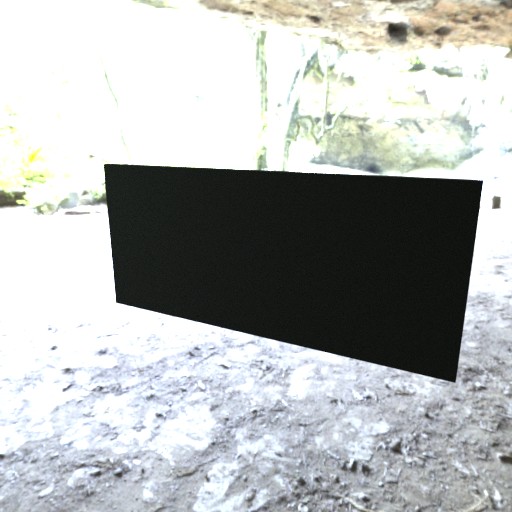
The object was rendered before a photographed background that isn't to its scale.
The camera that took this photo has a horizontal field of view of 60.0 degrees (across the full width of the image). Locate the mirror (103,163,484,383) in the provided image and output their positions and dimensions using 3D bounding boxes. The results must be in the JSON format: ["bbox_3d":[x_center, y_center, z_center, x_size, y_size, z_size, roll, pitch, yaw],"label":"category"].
[{"bbox_3d":[0.000,0.000,1.813,1.584,0.692,0.047,8,18,27],"label":"mirror"}]
